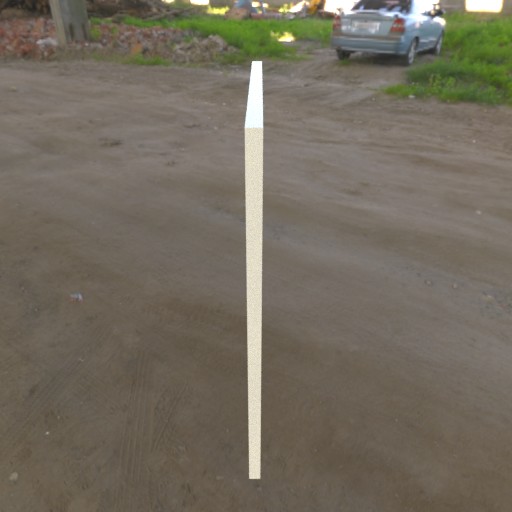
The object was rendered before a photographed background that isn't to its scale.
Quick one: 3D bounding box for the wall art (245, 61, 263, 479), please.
[{"bbox_3d":[0.000,0.000,1.105,0.026,0.811,0.661,0,31,0],"label":"wall art"}]
